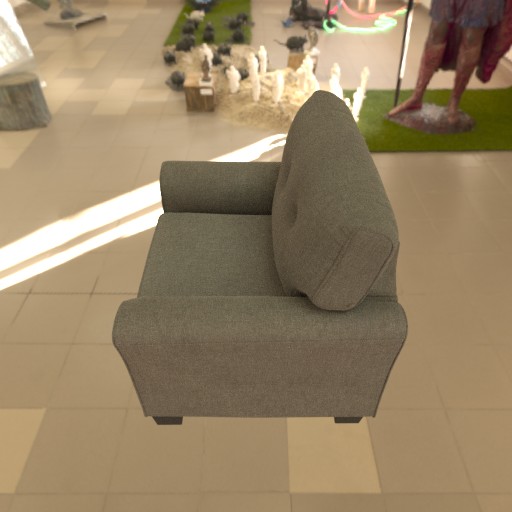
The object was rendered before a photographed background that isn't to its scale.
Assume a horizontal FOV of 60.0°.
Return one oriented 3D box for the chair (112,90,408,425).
[{"bbox_3d":[0.000,0.000,1.591,0.816,0.890,0.941,0,41,0],"label":"chair"}]
